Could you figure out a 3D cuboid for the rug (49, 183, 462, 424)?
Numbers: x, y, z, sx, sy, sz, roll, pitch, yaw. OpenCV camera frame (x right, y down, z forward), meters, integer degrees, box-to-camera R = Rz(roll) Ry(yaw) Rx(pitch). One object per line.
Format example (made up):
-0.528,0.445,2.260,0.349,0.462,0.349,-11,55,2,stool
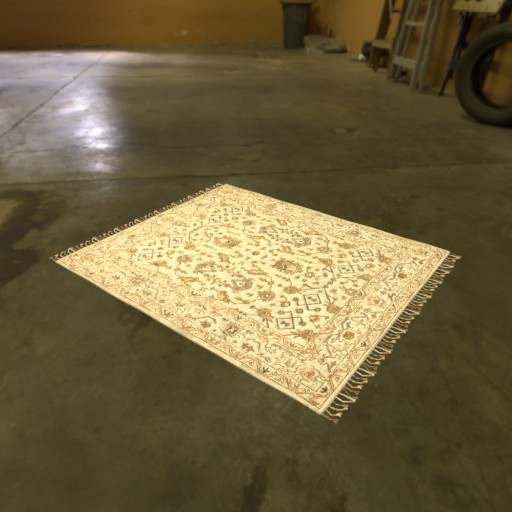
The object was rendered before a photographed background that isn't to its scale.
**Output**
0.000,0.000,4.167,3.061,0.034,2.426,22,37,32,rug
